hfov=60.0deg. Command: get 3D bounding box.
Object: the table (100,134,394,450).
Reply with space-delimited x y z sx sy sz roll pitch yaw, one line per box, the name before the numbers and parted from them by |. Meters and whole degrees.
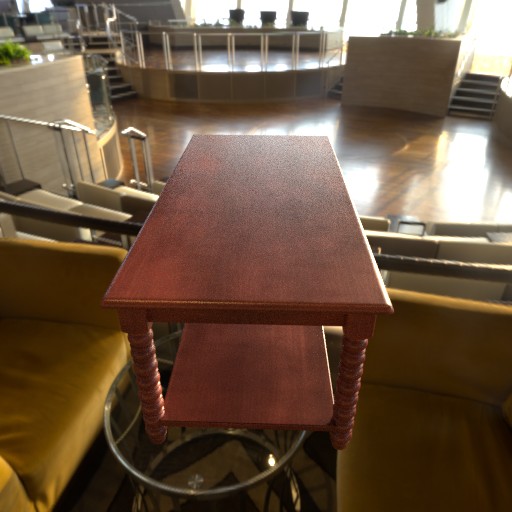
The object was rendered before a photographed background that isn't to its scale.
table | 0.000 0.000 1.484 0.580 0.485 1.171 1 31 2
